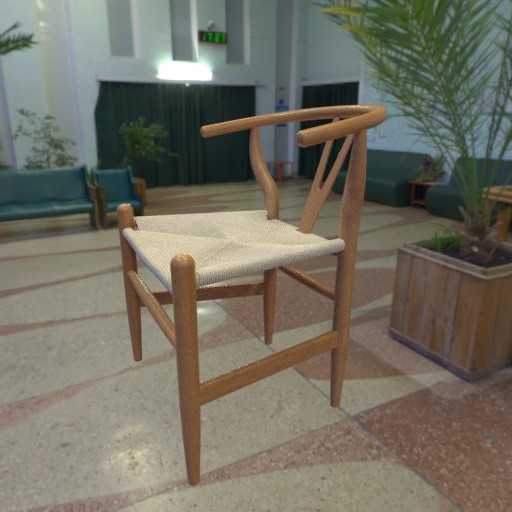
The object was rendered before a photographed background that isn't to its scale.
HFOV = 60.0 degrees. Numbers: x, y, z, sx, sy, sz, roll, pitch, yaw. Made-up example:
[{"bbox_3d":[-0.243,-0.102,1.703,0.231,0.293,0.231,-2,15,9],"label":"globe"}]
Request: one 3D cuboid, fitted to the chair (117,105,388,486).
[{"bbox_3d":[0.000,0.000,1.122,0.579,0.730,0.569,-8,19,-25],"label":"chair"}]
